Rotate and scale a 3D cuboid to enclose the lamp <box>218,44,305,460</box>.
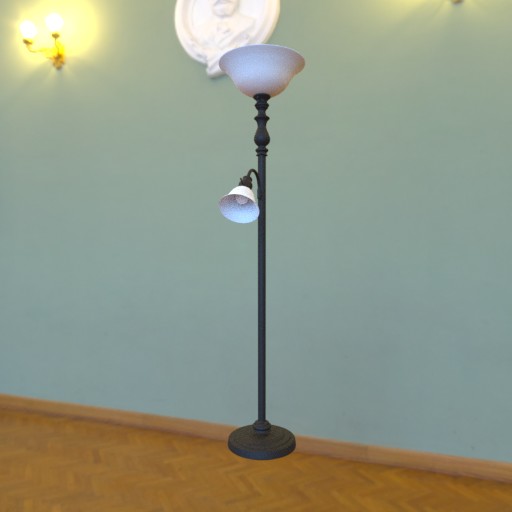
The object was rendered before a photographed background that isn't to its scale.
[{"bbox_3d":[0.000,0.000,1.994,0.405,1.793,0.588,0,0,17],"label":"lamp"}]
